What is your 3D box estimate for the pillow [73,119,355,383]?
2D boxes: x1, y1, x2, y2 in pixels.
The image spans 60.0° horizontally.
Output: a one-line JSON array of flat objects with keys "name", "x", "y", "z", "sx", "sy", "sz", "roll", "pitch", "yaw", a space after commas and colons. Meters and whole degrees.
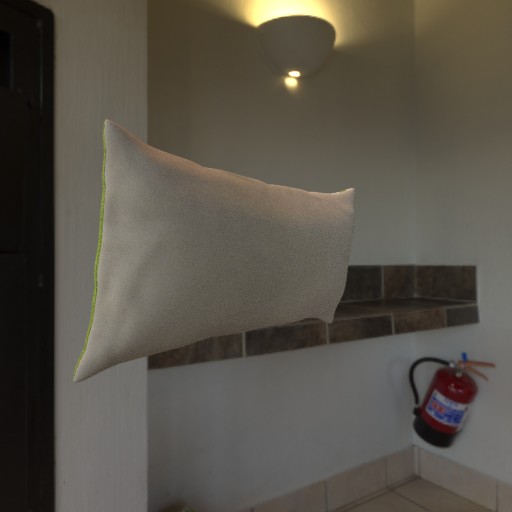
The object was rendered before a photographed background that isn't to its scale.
[{"name": "pillow", "x": 0.000, "y": 0.000, "z": 0.722, "sx": 0.156, "sy": 0.292, "sz": 0.608, "roll": 0, "pitch": -1, "yaw": 37}]
